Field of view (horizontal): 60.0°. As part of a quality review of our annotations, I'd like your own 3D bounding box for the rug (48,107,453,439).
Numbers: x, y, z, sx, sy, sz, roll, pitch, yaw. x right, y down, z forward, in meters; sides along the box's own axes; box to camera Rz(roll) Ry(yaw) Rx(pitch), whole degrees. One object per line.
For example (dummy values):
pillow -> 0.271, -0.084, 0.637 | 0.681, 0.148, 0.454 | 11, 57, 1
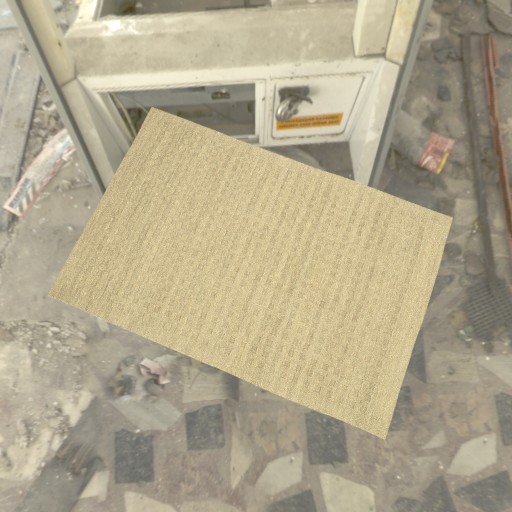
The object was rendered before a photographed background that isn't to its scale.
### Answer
rug -> 0.000, 0.000, 2.953 | 2.297, 0.018, 1.532 | 22, 75, 6
